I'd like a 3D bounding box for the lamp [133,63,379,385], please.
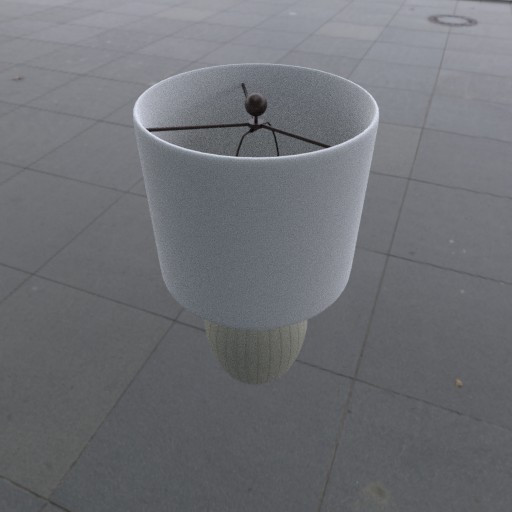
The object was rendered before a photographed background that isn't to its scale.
[{"bbox_3d":[0.000,0.000,0.777,0.329,0.570,0.329,26,47,27],"label":"lamp"}]
